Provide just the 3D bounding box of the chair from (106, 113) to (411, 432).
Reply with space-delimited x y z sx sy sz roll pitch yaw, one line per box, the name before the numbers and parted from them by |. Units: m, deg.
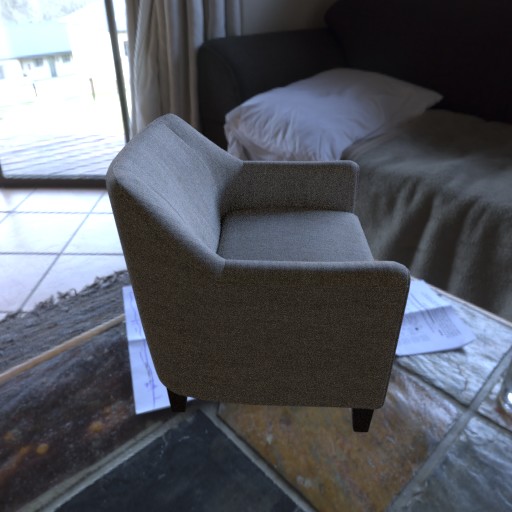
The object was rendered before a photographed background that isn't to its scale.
chair | 0.000 0.000 1.438 0.758 0.761 0.796 1 31 1
